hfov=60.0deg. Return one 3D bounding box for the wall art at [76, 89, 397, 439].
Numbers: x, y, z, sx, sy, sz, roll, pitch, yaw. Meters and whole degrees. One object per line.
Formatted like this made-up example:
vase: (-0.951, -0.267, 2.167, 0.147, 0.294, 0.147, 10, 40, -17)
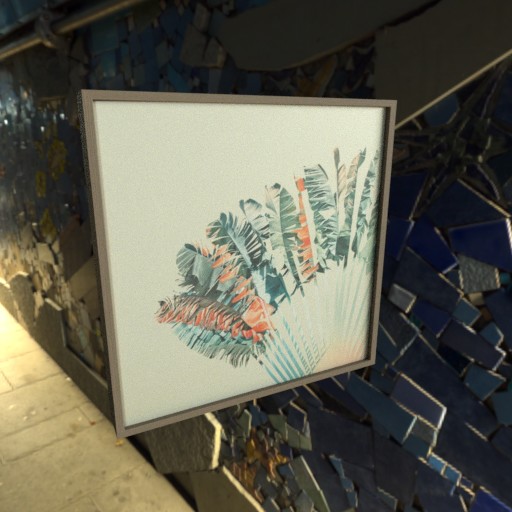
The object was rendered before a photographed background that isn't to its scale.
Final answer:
wall art: (0.000, 0.000, 0.448, 0.304, 0.303, 0.038, -8, 18, -25)
